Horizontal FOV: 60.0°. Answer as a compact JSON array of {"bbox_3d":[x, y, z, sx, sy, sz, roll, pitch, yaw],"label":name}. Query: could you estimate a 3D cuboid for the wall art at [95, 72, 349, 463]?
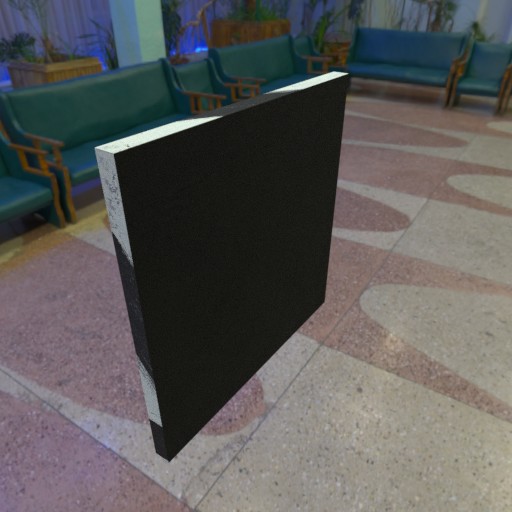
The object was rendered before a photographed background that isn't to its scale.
[{"bbox_3d":[0.000,0.000,1.125,0.046,0.765,0.765,22,38,30],"label":"wall art"}]
